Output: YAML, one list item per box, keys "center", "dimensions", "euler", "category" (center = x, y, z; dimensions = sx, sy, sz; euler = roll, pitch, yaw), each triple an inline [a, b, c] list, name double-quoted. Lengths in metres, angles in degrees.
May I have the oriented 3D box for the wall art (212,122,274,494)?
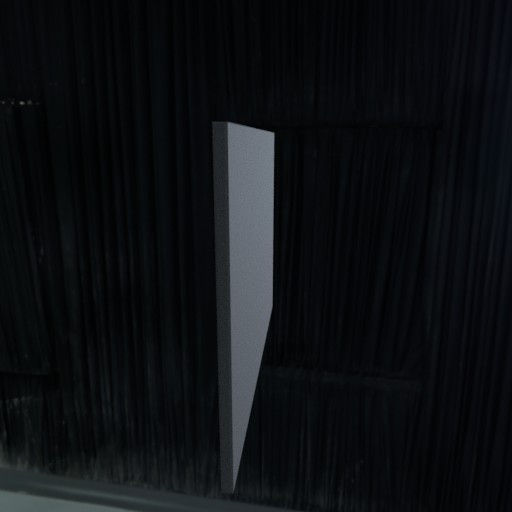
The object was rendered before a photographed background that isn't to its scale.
- center: [0.000, 0.000, 1.202]
  dimensions: [0.049, 0.659, 0.964]
  euler: [2, 15, 8]
  category: "wall art"
